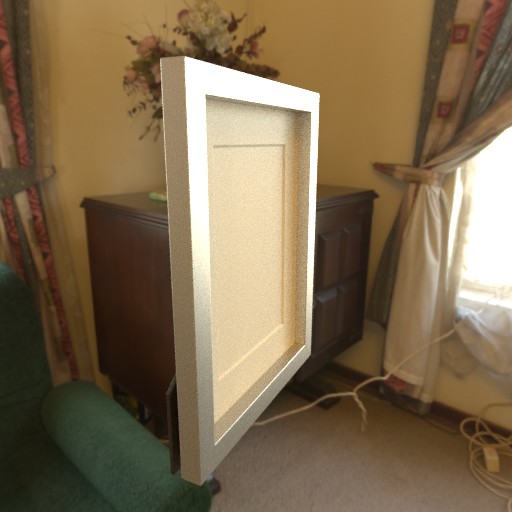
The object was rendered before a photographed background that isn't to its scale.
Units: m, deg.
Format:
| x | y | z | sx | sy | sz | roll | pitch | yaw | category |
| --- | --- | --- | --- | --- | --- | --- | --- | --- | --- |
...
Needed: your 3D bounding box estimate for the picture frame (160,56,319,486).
| x | y | z | sx | sy | sz | roll | pitch | yaw | category |
| --- | --- | --- | --- | --- | --- | --- | --- | --- | --- |
| 0.000 | 0.000 | 0.522 | 0.036 | 0.386 | 0.307 | 7 | 16 | 26 | picture frame |
